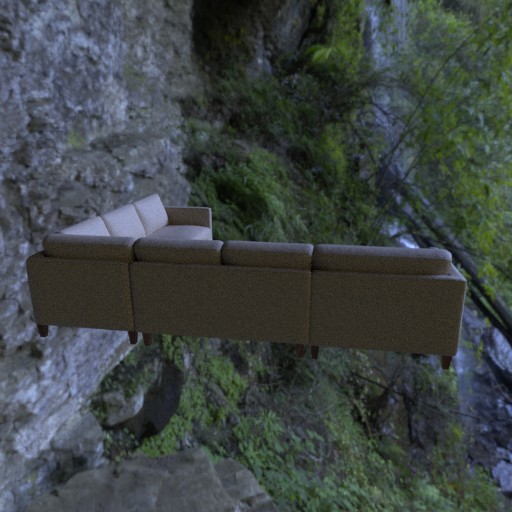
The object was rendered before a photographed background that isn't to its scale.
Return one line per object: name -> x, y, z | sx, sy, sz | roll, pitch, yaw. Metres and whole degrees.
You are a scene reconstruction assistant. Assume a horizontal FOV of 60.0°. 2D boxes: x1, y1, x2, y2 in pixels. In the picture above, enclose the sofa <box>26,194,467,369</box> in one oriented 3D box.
sofa -> 0.000, 0.000, 4.556 | 3.403, 0.889, 2.551 | 3, 17, 9
